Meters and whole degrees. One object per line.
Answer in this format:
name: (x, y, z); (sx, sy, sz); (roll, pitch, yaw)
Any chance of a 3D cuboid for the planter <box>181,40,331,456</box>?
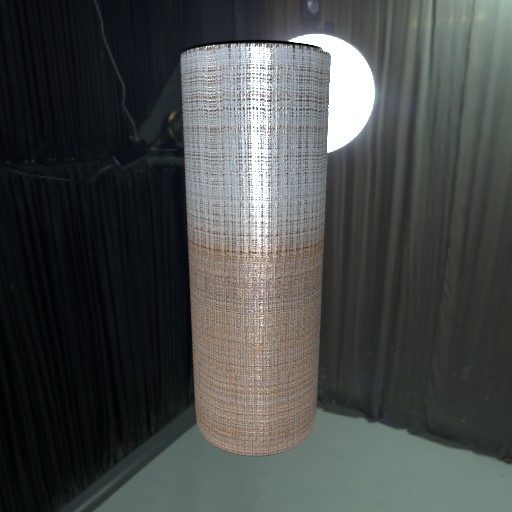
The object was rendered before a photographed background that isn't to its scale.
planter: (0.000, 0.000, 0.331); (0.099, 0.278, 0.099); (8, 18, 27)
